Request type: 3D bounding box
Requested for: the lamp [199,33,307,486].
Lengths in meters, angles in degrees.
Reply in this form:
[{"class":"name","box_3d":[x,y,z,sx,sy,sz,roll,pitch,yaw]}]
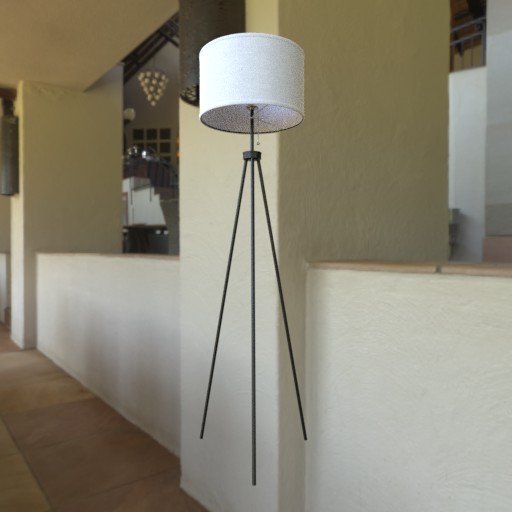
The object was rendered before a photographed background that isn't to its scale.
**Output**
[{"class":"lamp","box_3d":[0.000,0.000,1.759,0.458,1.545,0.448,-1,1,-35]}]
